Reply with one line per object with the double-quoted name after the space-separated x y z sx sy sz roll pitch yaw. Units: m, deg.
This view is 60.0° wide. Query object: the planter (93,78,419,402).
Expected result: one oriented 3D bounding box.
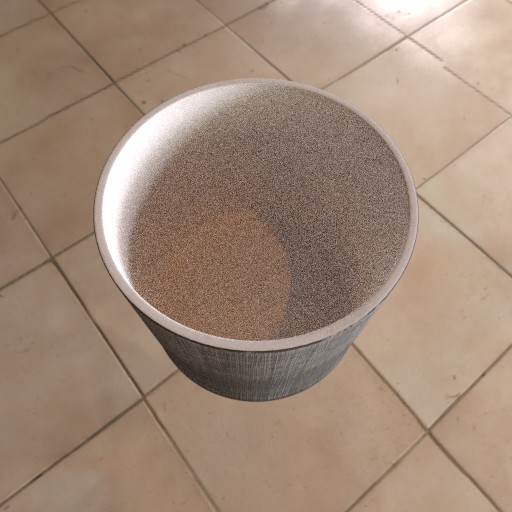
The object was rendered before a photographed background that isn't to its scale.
0.000 0.000 0.315 0.178 0.157 0.178 0 64 0 "planter"
